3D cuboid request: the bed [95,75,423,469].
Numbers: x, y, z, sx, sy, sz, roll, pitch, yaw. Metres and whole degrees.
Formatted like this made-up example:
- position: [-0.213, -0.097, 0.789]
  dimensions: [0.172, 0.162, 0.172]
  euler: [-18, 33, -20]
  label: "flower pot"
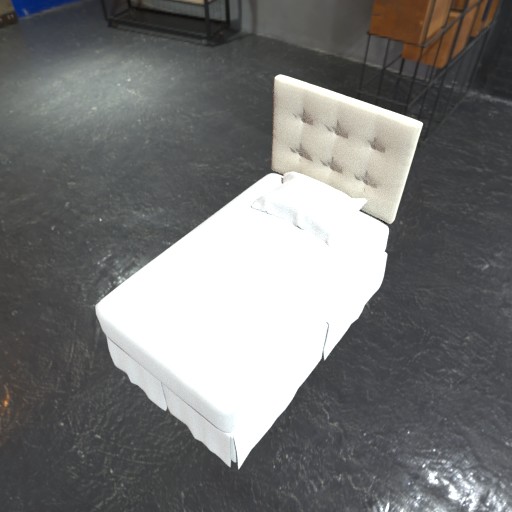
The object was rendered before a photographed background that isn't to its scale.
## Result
- position: [0.000, 0.000, 3.057]
  dimensions: [1.261, 1.571, 1.997]
  euler: [30, 53, 26]
  label: "bed"
